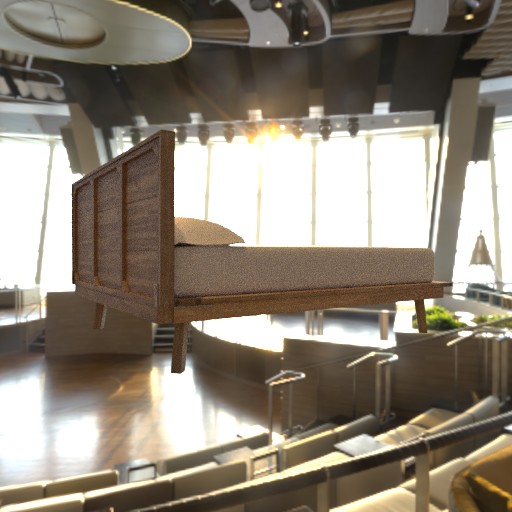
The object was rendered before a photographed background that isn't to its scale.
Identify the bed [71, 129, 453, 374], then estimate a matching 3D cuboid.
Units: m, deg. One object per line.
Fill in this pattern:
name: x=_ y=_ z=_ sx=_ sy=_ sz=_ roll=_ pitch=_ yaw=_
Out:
bed: x=0.000 y=0.000 z=3.163 sx=2.145 sy=1.071 sz=1.759 roll=0 pitch=1 yaw=-34
